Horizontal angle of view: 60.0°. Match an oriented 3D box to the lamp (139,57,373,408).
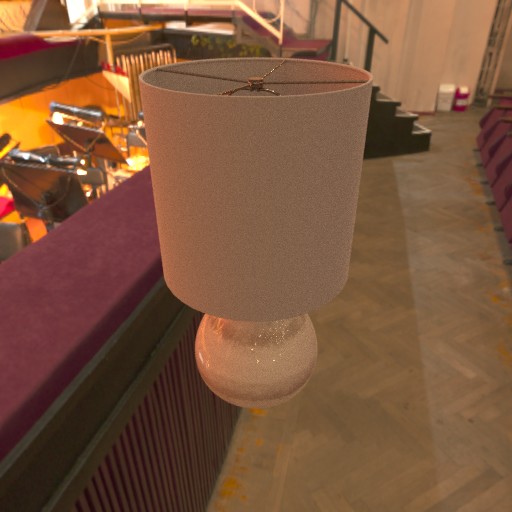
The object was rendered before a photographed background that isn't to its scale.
[{"bbox_3d":[0.000,0.000,0.523,0.217,0.404,0.217,10,33,16],"label":"lamp"}]
